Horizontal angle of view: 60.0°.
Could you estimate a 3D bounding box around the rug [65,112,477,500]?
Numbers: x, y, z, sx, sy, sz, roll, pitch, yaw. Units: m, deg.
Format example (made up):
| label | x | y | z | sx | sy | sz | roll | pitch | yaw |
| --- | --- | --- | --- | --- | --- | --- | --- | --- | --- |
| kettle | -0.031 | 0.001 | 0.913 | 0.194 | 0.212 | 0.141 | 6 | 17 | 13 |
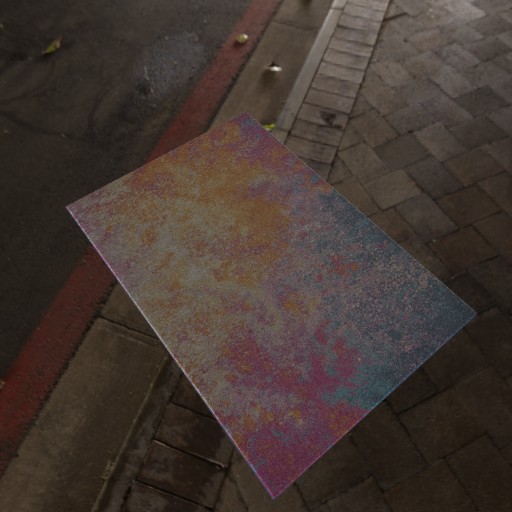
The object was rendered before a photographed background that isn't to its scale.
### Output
| label | x | y | z | sx | sy | sz | roll | pitch | yaw |
| --- | --- | --- | --- | --- | --- | --- | --- | --- | --- |
| rug | 0.000 | 0.000 | 3.635 | 2.007 | 0.013 | 2.896 | -34 | 64 | -19 |
